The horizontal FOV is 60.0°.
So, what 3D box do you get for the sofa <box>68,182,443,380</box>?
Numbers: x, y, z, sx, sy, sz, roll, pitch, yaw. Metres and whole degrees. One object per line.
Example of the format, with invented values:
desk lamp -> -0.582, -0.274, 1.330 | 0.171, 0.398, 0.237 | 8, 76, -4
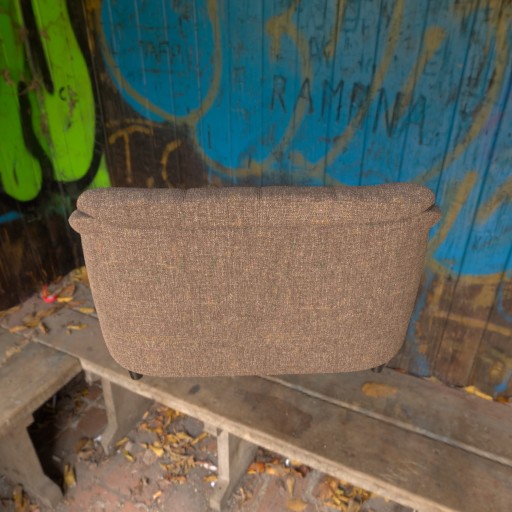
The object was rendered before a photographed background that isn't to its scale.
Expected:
sofa -> 0.000, 0.000, 1.955 | 1.404, 0.895, 0.799 | -1, 30, -2
